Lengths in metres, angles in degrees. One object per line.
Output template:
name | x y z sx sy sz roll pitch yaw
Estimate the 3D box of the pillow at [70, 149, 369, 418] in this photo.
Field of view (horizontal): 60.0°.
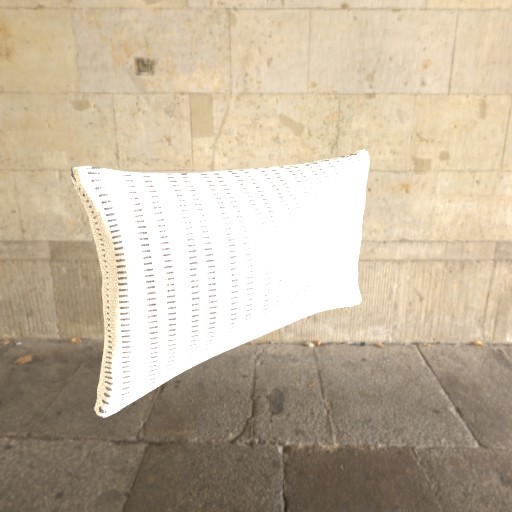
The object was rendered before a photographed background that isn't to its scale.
pillow | 0.000 0.000 0.795 0.640 0.353 0.210 -15 22 -41
